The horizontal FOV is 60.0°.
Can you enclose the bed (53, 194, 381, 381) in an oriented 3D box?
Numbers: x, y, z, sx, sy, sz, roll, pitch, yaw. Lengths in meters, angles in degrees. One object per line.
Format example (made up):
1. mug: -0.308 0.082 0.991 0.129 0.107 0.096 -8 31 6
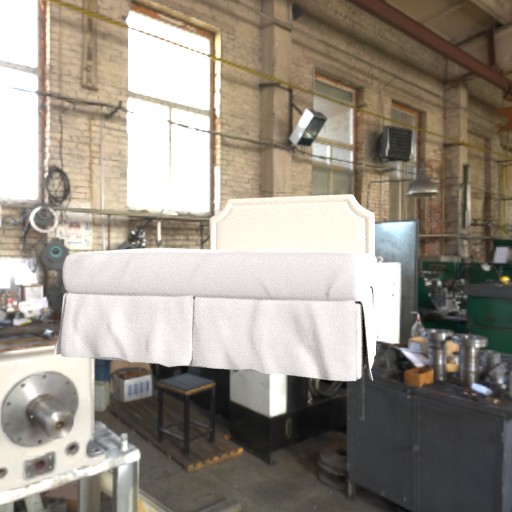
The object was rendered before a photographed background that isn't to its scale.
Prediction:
1. bed: 0.000 0.000 3.675 1.977 1.293 2.498 0 0 17
